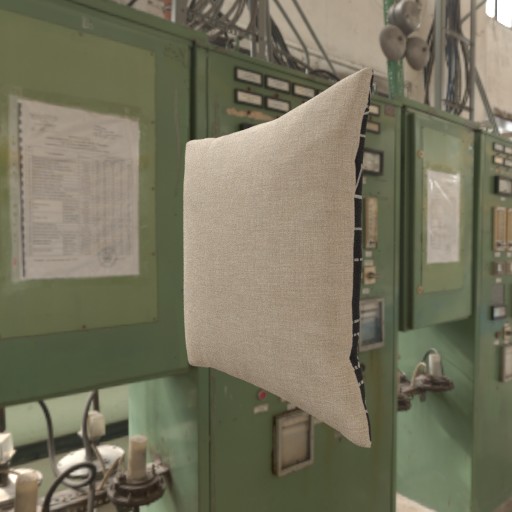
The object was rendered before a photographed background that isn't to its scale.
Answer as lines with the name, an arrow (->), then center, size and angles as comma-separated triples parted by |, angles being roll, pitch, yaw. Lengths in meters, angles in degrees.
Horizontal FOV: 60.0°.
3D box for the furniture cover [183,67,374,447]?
furniture cover -> 0.000, 0.000, 0.796 | 0.158, 0.508, 0.517 | -1, 2, -36
